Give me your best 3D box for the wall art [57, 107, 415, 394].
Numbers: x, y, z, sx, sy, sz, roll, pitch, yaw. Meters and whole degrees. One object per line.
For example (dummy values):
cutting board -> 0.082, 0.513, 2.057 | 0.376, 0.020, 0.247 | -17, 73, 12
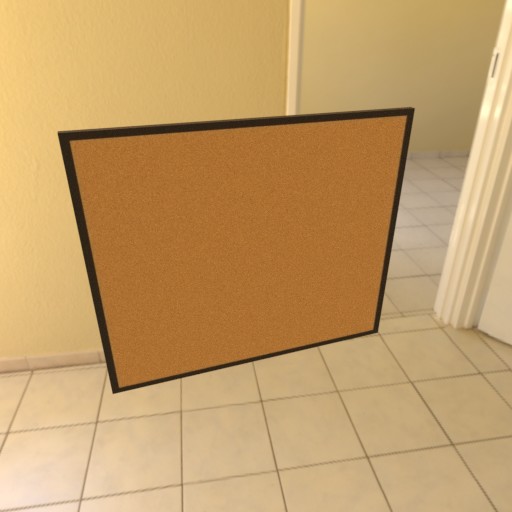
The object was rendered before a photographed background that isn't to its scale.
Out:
wall art -> 0.000, 0.000, 1.448 | 1.033, 0.875, 0.023 | -9, 30, -16
